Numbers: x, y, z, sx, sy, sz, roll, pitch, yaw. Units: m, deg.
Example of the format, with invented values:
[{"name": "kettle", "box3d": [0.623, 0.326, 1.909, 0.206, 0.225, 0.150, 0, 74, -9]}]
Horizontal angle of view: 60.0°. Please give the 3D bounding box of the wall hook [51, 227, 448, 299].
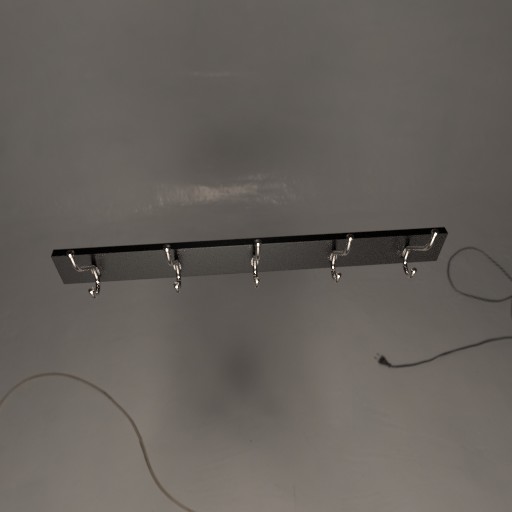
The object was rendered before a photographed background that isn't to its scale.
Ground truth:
[{"name": "wall hook", "box3d": [0.000, 0.000, 0.622, 0.571, 0.117, 0.071, -3, 46, -3]}]
